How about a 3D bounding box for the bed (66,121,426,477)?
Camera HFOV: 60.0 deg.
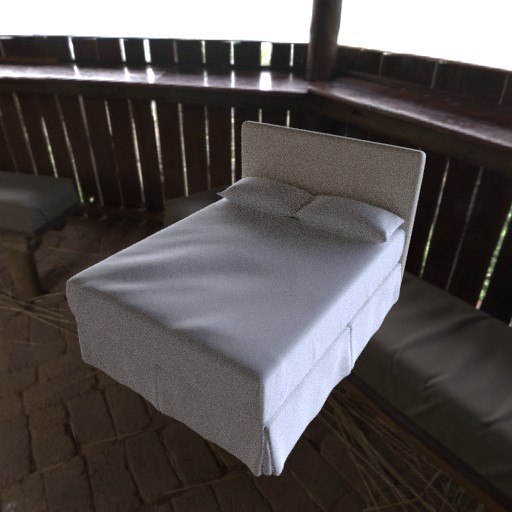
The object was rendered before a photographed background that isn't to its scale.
[{"bbox_3d":[0.000,0.000,3.240,1.714,1.330,2.147,20,36,30],"label":"bed"}]
